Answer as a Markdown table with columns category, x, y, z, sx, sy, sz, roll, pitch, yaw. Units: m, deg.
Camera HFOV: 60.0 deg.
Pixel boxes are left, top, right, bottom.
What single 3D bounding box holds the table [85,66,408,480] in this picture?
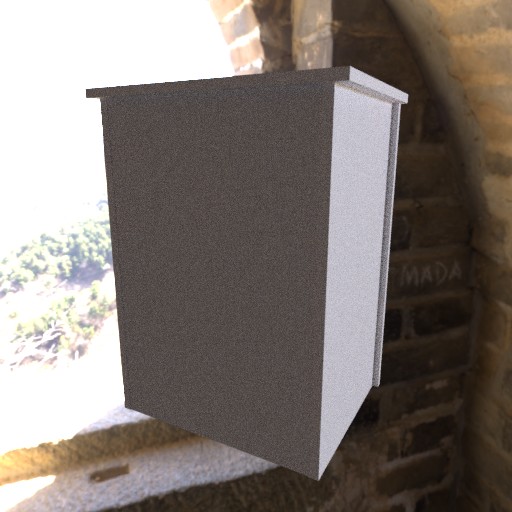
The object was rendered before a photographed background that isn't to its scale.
| category | x | y | z | sx | sy | sz | roll | pitch | yaw |
| --- | --- | --- | --- | --- | --- | --- | --- | --- | --- |
| table | 0.000 | 0.000 | 0.907 | 0.480 | 0.635 | 0.381 | 8 | 16 | 28 |
